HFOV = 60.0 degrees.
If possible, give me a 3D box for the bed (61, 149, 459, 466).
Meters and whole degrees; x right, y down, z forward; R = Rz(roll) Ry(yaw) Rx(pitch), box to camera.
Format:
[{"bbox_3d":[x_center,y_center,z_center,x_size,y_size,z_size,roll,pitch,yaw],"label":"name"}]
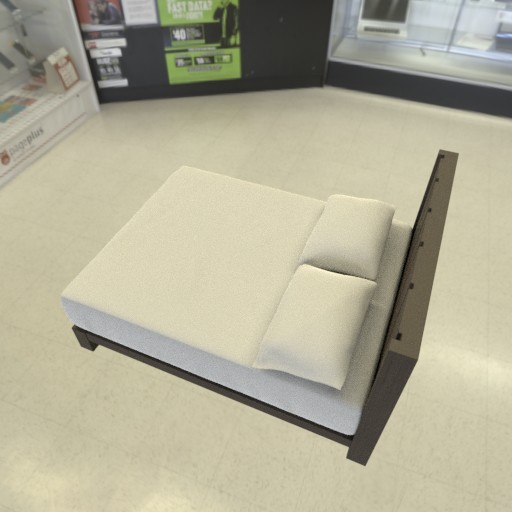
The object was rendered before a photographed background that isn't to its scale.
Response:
[{"bbox_3d":[0.000,0.000,3.203,2.242,1.270,1.727,17,48,16],"label":"bed"}]
